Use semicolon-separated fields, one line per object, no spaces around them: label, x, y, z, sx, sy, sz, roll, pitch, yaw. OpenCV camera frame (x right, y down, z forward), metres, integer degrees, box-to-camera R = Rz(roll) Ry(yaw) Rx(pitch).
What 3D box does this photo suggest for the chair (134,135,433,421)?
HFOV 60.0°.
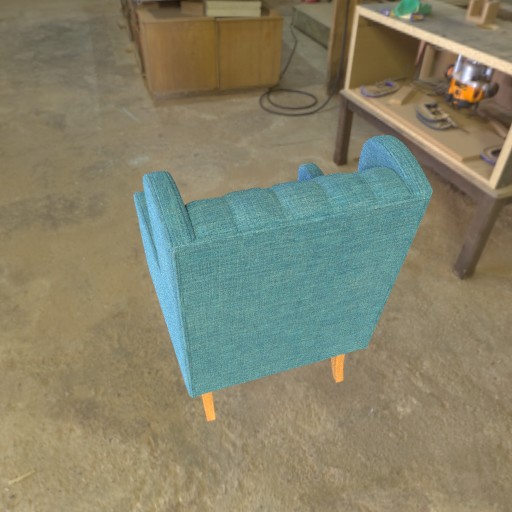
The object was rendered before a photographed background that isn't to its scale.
chair;0.000;0.000;1.509;0.711;0.952;0.775;-12;43;-14
